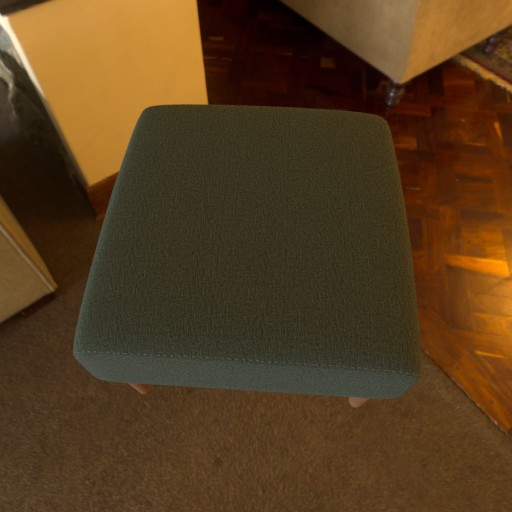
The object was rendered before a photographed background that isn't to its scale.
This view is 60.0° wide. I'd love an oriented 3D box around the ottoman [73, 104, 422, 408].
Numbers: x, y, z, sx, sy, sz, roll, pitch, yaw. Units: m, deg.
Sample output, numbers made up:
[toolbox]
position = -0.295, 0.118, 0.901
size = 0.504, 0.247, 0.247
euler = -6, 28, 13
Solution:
[ottoman]
position = 0.000, 0.000, 1.064
size = 0.649, 0.398, 0.650
euler = 3, 58, 2
